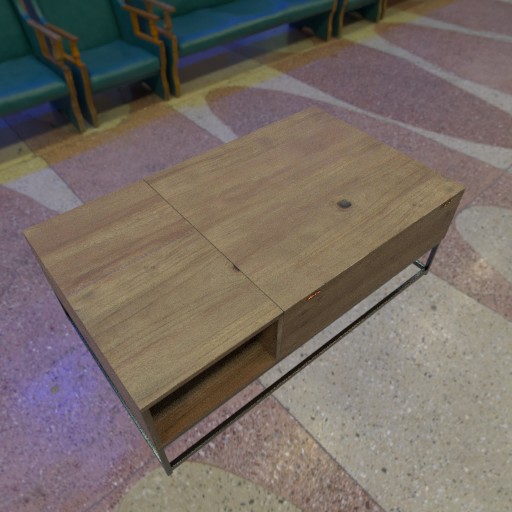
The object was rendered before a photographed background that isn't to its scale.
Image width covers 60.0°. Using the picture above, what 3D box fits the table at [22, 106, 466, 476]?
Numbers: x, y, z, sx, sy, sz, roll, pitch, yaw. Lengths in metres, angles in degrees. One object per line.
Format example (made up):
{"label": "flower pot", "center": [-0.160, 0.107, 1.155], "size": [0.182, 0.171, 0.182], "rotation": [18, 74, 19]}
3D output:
{"label": "table", "center": [0.000, 0.000, 1.404], "size": [1.101, 0.395, 0.655], "rotation": [-31, 53, -26]}
